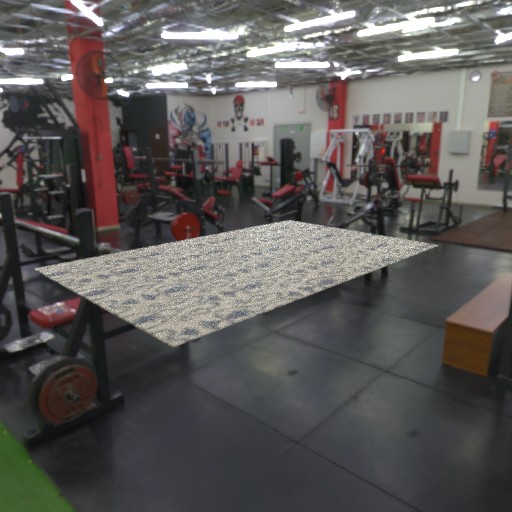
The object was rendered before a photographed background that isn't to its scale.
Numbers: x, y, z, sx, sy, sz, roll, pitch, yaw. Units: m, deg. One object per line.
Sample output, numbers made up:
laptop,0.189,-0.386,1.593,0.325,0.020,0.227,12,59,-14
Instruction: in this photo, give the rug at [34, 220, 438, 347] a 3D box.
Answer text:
rug,0.000,0.000,2.096,1.652,0.006,1.035,-14,20,-43
